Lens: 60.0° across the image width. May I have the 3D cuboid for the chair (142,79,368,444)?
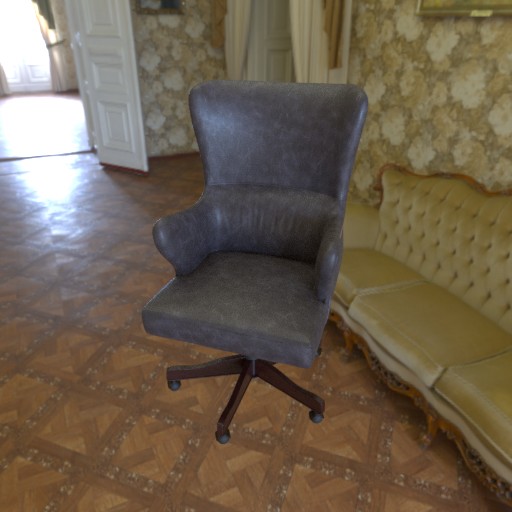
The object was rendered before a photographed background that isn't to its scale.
[{"bbox_3d":[0.000,0.000,1.483,0.594,1.037,0.717,9,29,16],"label":"chair"}]
